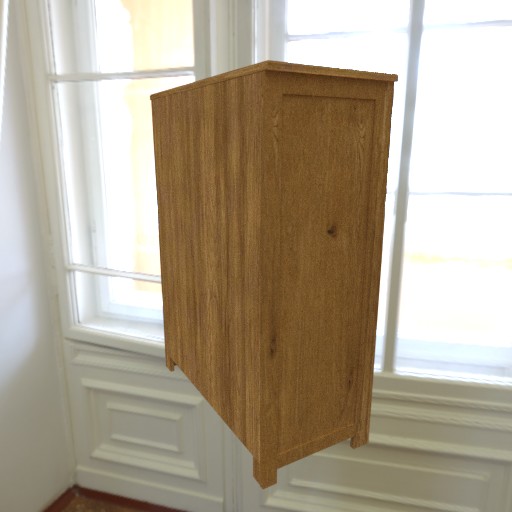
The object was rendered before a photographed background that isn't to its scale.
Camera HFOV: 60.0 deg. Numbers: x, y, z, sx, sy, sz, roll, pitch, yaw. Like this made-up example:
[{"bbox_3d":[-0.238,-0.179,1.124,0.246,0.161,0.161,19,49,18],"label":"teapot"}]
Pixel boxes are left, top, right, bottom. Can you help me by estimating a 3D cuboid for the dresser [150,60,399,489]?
[{"bbox_3d":[0.000,0.000,1.989,0.558,1.431,1.081,-8,17,-29],"label":"dresser"}]
